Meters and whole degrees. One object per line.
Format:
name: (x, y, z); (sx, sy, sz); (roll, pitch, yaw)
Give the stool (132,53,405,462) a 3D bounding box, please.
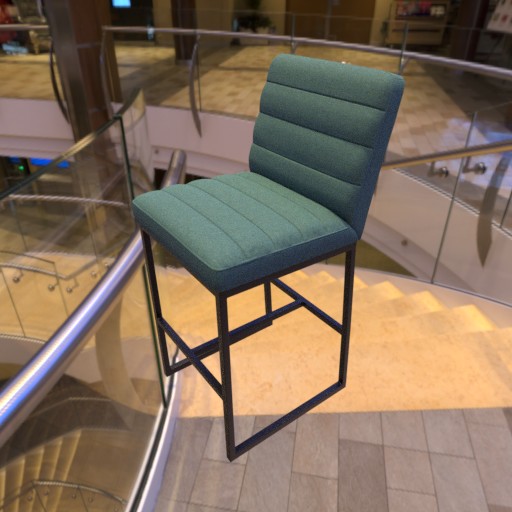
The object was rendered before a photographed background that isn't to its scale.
stool: (0.000, 0.000, 1.323); (0.560, 1.040, 0.460); (-21, 37, -30)
